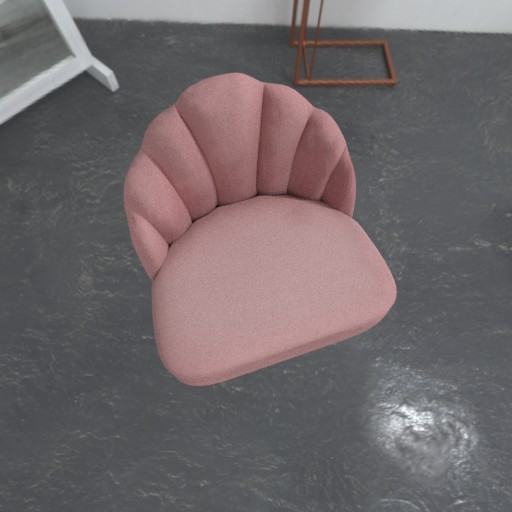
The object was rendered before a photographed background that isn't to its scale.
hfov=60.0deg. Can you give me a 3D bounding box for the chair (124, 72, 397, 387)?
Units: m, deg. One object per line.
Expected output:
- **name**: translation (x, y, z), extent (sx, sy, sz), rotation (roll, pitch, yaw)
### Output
- **chair**: translation (0.000, 0.000, 1.289), extent (0.657, 0.819, 0.599), rotation (-17, 66, -8)
